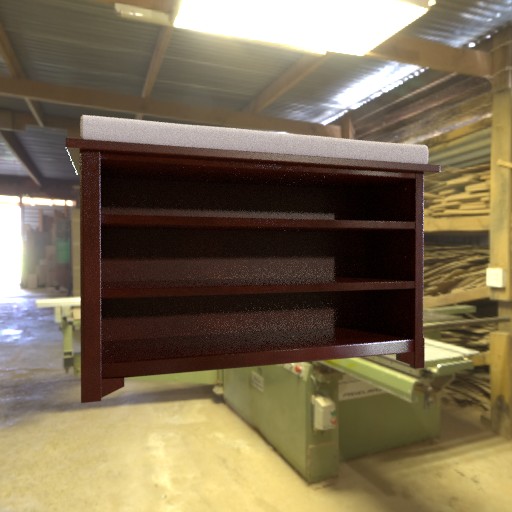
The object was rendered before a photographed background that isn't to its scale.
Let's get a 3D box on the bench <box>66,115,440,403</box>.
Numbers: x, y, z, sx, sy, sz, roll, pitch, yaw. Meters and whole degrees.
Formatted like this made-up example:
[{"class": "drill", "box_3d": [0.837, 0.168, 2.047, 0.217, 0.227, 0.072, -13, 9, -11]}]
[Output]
[{"class": "bench", "box_3d": [0.000, 0.000, 1.291, 0.987, 0.646, 0.369, 0, 1, -18]}]
